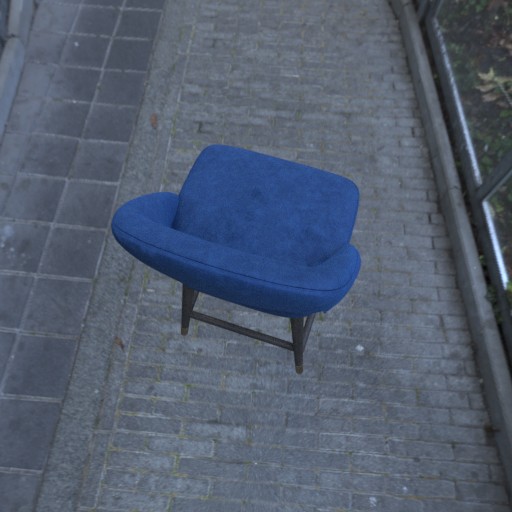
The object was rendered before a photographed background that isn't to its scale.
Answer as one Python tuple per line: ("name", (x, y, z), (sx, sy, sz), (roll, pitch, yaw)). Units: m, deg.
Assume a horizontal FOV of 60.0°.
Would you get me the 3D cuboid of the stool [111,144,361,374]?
("stool", (0.000, 0.000, 1.264), (0.536, 0.925, 0.524), (17, 66, 8))
